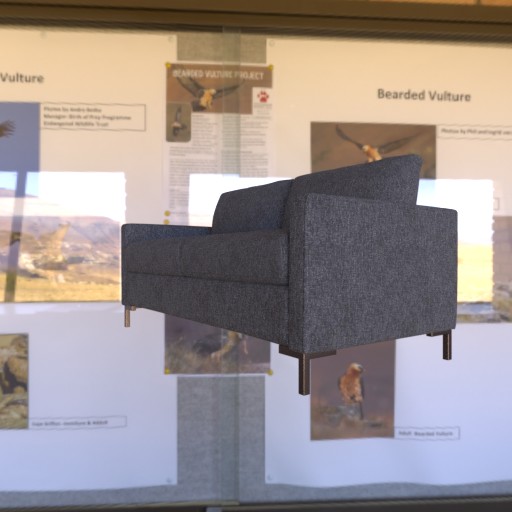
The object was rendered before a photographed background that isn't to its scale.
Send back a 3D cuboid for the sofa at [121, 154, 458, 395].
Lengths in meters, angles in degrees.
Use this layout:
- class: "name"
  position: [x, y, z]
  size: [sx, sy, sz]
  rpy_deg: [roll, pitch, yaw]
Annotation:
- class: "sofa"
  position: [0.000, 0.000, 2.264]
  size: [0.866, 0.862, 1.716]
  rpy_deg: [0, 0, -36]
